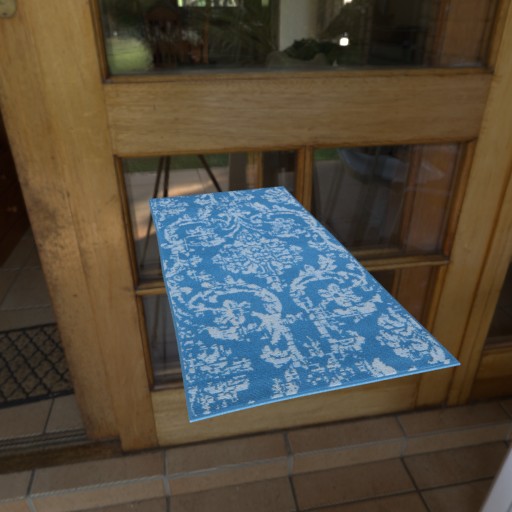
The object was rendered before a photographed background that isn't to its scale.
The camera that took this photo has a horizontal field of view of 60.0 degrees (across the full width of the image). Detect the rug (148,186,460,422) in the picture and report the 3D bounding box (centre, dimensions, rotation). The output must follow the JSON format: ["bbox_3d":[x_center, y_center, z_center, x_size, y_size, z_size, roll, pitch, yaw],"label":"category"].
[{"bbox_3d":[0.000,0.000,1.430,0.604,0.007,1.219,-8,29,-14],"label":"rug"}]
